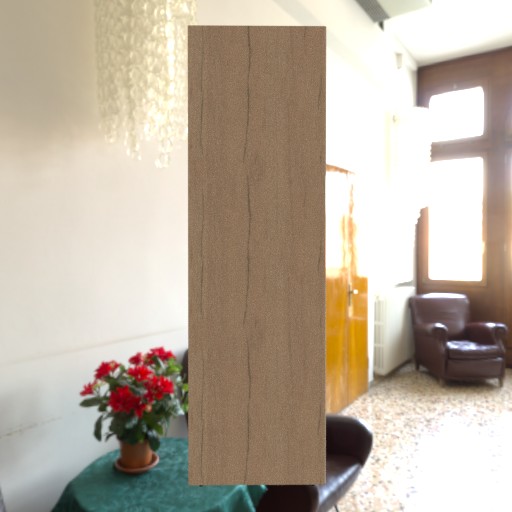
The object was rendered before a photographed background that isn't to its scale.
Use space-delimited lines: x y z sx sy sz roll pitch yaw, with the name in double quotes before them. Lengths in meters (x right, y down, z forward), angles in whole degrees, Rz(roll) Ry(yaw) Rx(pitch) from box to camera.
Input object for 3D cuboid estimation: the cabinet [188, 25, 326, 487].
"cabinet" 0.000 0.000 2.346 0.580 1.930 0.980 0 1 -1
